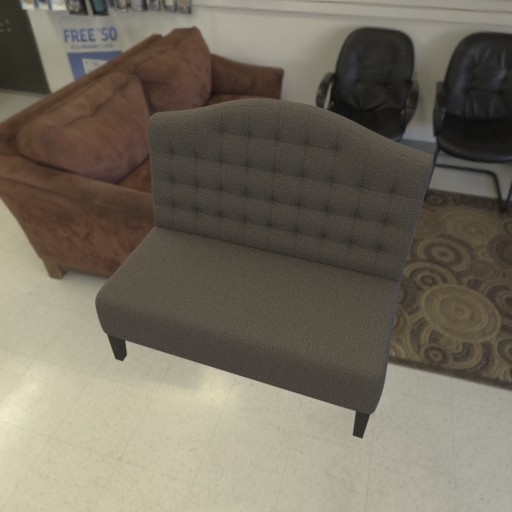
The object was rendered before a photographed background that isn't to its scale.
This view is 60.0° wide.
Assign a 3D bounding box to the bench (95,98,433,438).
[{"bbox_3d":[0.000,0.000,2.055,1.335,1.180,0.815,13,43,15],"label":"bench"}]
